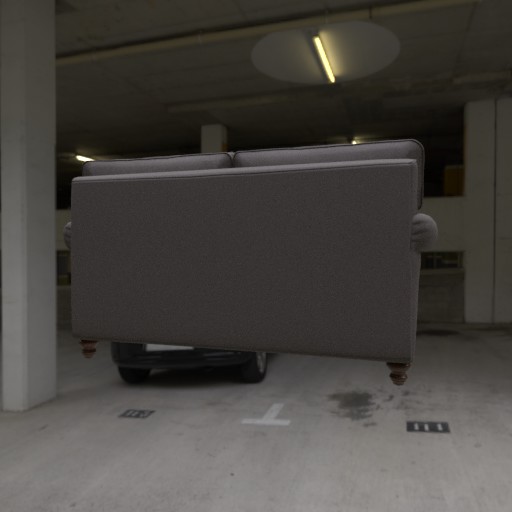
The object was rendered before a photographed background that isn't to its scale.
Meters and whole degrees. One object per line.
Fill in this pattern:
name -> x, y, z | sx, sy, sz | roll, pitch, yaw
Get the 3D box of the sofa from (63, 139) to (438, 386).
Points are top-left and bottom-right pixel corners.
sofa -> 0.000, 0.000, 2.222 | 1.665, 0.937, 0.964 | 0, 1, 17
